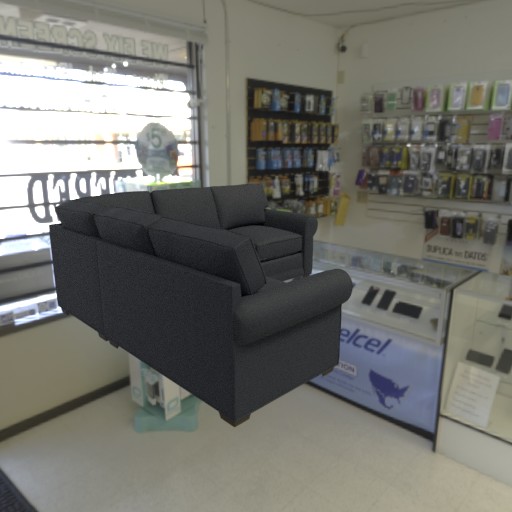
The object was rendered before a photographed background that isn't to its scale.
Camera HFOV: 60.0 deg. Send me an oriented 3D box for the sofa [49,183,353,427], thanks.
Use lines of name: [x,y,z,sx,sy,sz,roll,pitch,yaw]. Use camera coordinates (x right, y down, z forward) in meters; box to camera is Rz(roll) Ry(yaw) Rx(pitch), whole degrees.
sofa: [0.000,0.000,3.866,2.562,1.042,2.487,-13,19,-42]
